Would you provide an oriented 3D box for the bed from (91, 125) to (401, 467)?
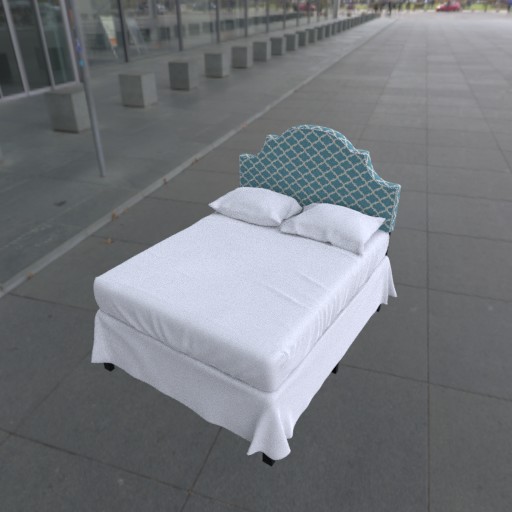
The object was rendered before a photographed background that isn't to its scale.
[{"bbox_3d":[0.000,0.000,3.487,1.780,1.633,2.222,18,35,29],"label":"bed"}]
